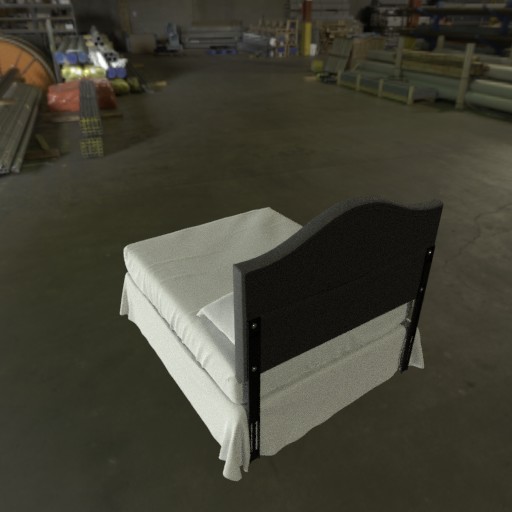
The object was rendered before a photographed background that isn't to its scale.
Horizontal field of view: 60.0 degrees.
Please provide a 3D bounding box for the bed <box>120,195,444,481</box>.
[{"bbox_3d":[0.000,0.000,3.577,1.876,1.645,2.221,-18,34,-29],"label":"bed"}]
